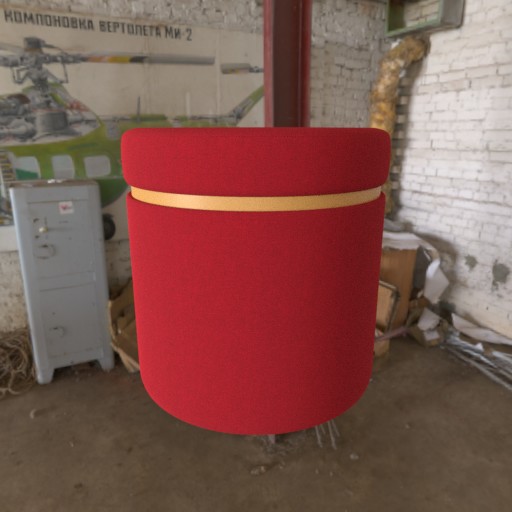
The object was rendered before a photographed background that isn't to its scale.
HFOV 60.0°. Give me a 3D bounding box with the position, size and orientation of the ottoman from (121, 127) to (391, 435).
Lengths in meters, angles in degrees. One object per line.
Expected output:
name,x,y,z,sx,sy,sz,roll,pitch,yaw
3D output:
ottoman,0.000,0.000,0.731,0.400,0.406,0.400,0,16,0
